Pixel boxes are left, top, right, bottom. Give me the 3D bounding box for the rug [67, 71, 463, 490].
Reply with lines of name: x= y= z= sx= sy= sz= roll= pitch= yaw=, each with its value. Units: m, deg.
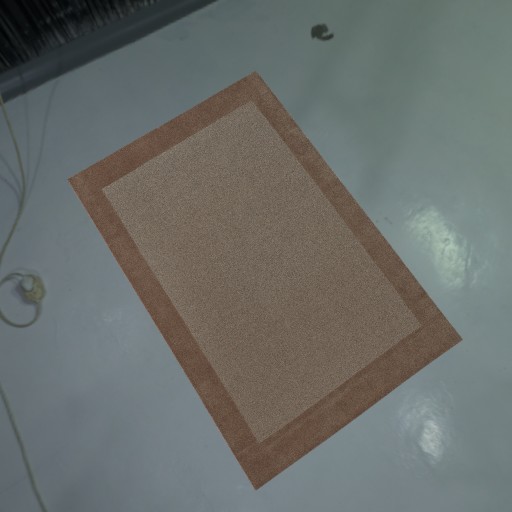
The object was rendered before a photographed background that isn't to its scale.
rug: x=0.000 y=0.000 z=2.276 sx=1.219 sy=0.014 sz=1.829 roll=-33 pitch=78 yaw=-8
